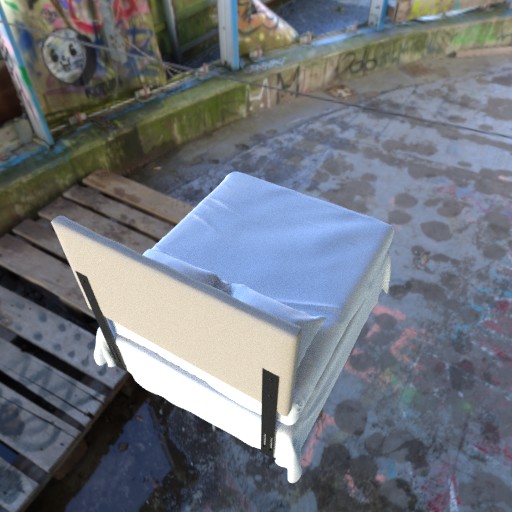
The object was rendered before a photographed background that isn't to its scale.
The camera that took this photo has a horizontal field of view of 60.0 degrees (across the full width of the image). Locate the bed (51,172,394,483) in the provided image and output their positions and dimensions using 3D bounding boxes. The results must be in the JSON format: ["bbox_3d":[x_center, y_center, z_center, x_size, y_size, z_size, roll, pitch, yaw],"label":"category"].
[{"bbox_3d":[0.000,0.000,3.493,1.936,1.577,2.222,23,50,21],"label":"bed"}]
